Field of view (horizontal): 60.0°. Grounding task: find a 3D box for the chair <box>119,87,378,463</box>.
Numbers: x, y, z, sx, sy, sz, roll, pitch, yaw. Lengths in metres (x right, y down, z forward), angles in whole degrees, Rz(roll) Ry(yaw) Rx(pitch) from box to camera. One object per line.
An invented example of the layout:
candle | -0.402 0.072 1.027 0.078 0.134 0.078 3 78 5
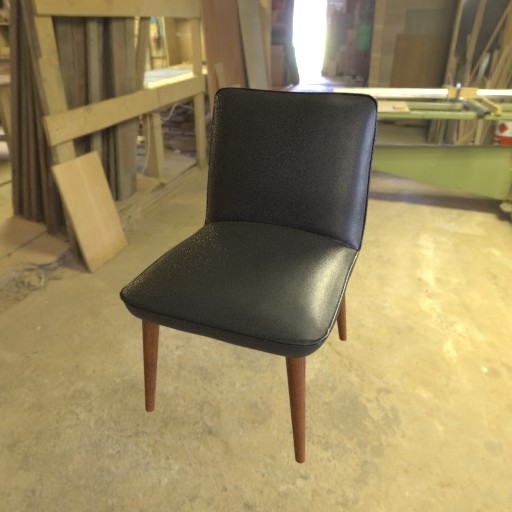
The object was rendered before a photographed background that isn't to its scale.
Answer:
chair | 0.000 0.000 1.210 0.543 0.801 0.645 8 28 16
